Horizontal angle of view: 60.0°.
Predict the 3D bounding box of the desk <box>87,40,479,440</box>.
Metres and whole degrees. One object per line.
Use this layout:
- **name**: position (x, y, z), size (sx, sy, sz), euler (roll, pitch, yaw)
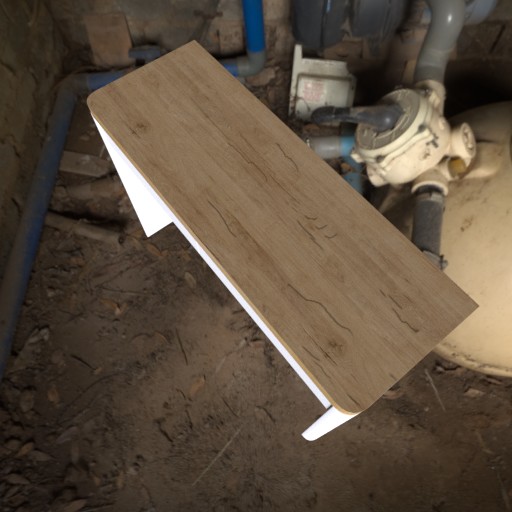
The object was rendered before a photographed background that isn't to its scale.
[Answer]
- **desk**: position (0.000, 0.000, 1.456), size (0.390, 0.760, 1.100), euler (-35, 69, -16)
